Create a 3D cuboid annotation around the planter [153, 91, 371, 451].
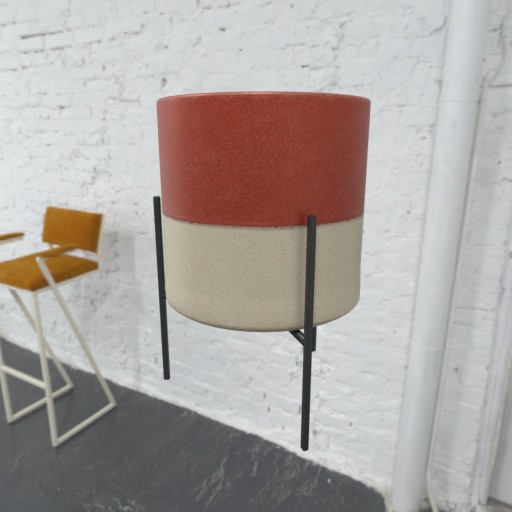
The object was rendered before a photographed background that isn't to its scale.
[{"bbox_3d":[0.000,0.000,0.538,0.251,0.354,0.235,2,15,9],"label":"planter"}]
